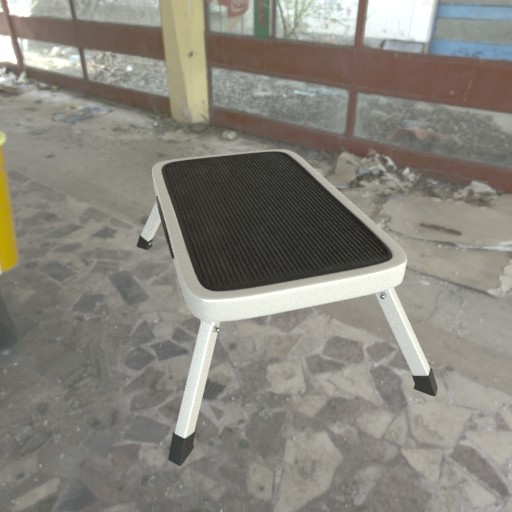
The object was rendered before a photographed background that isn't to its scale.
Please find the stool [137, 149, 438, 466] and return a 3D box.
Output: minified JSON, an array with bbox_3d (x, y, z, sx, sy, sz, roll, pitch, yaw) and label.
[{"bbox_3d":[0.000,0.000,0.623,0.320,0.170,0.460,-9,34,-14],"label":"stool"}]
